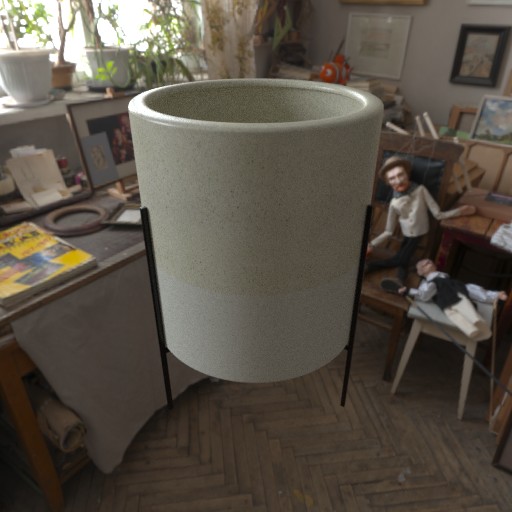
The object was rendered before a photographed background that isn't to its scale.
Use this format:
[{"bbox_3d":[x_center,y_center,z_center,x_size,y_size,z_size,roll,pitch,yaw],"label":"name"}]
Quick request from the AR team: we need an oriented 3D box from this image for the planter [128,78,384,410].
[{"bbox_3d":[0.000,0.000,0.699,0.324,0.483,0.333,-1,30,-1],"label":"planter"}]
